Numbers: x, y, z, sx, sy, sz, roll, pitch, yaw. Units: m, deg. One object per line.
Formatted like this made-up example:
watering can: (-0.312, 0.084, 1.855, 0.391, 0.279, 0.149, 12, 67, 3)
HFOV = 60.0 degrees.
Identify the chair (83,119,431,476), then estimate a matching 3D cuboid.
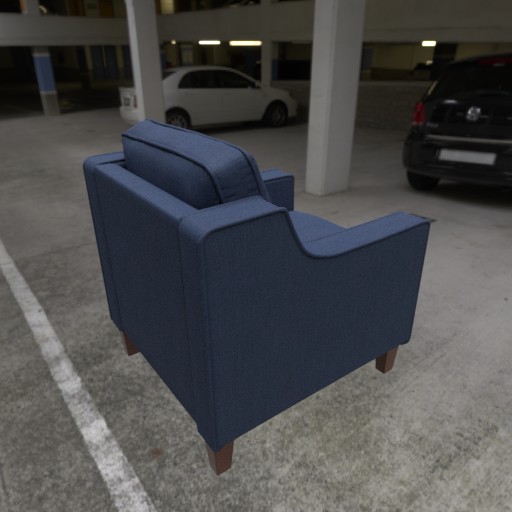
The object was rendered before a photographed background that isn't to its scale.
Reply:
chair: (0.000, 0.000, 1.638, 0.909, 0.960, 0.831, -18, 31, -32)
